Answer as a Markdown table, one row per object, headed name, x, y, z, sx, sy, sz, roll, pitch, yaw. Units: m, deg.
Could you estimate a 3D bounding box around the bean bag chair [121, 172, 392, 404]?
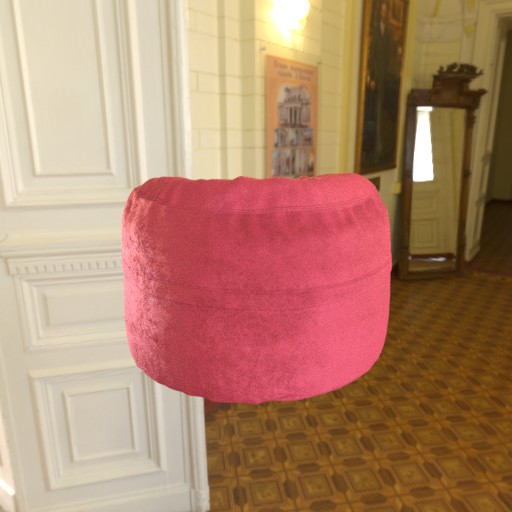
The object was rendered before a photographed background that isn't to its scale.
| name | x | y | z | sx | sy | sz | roll | pitch | yaw |
| --- | --- | --- | --- | --- | --- | --- | --- | --- | --- |
| bean bag chair | 0.000 | 0.000 | 2.039 | 1.218 | 0.788 | 1.218 | 0 | 15 | 0 |
